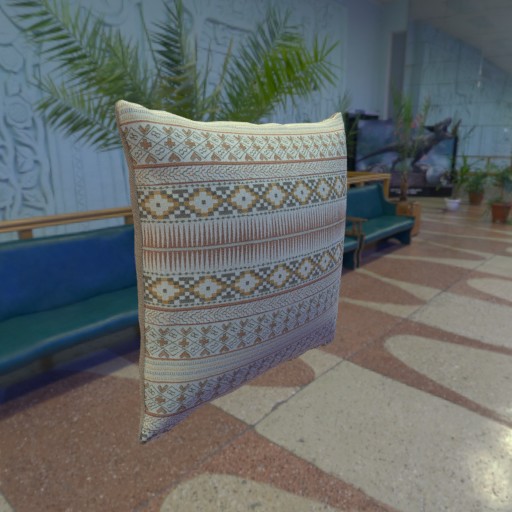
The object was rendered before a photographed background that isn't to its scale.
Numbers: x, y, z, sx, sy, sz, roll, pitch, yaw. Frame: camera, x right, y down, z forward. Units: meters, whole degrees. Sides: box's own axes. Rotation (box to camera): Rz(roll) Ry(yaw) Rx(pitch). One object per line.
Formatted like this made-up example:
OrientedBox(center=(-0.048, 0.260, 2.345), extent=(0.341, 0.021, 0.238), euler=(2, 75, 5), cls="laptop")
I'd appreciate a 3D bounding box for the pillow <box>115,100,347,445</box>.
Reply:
OrientedBox(center=(0.000, 0.000, 0.807), extent=(0.215, 0.519, 0.521), euler=(14, 20, 42), cls="pillow")
